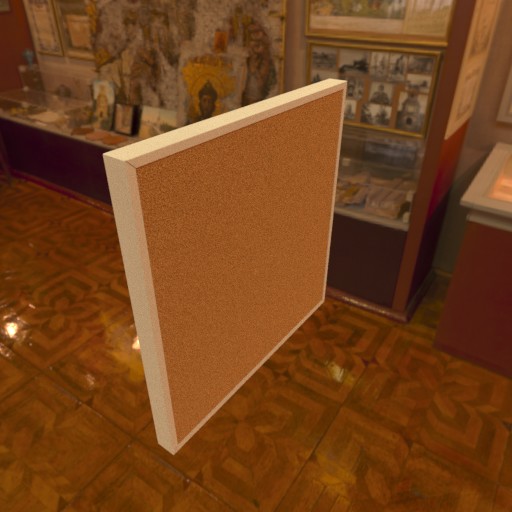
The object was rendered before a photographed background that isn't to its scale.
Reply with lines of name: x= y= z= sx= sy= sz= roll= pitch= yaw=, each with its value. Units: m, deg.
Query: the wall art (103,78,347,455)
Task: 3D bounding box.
wall art: x=0.000 y=0.000 z=0.778 sx=0.037 sy=0.508 sz=0.508 roll=22 pitch=38 yaw=30
